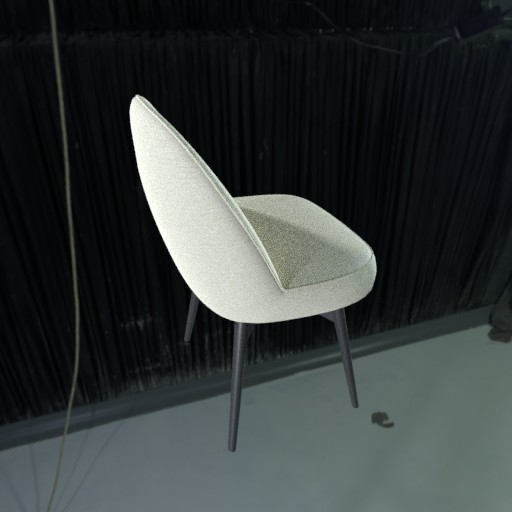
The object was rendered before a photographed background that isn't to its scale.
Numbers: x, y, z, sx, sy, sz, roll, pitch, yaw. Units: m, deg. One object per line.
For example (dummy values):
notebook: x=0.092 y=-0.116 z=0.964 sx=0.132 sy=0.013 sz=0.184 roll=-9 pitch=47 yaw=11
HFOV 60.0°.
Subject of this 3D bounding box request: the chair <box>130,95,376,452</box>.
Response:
chair: x=0.000 y=0.000 z=1.171 sx=0.540 sy=0.838 sz=0.532 roll=-12 pitch=32 yaw=-19
